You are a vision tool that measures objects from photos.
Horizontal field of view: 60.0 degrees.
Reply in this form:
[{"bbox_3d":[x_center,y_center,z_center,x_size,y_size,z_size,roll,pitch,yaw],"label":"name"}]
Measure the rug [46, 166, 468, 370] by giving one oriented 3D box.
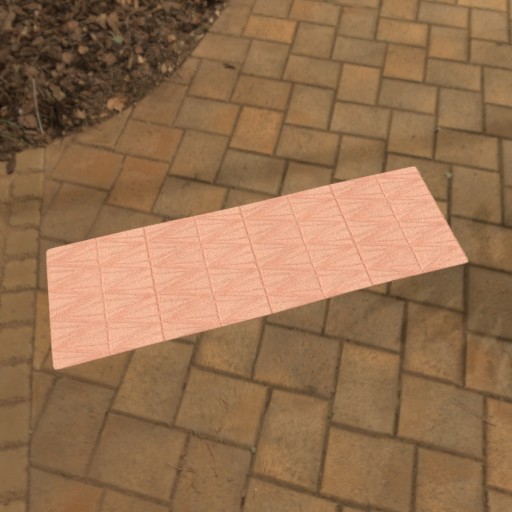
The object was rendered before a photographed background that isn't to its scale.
[{"bbox_3d":[0.000,0.000,2.663,2.435,0.015,0.760,-14,63,-7],"label":"rug"}]
